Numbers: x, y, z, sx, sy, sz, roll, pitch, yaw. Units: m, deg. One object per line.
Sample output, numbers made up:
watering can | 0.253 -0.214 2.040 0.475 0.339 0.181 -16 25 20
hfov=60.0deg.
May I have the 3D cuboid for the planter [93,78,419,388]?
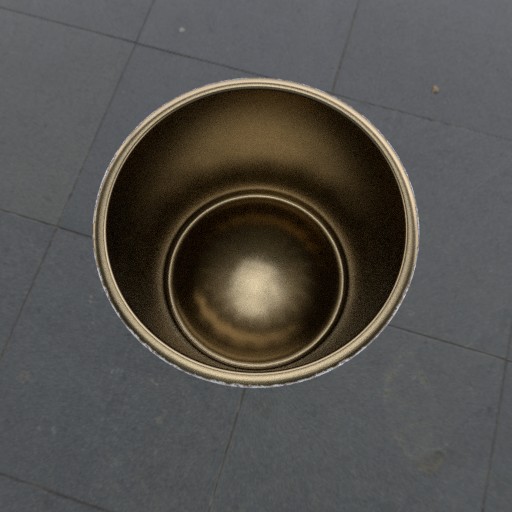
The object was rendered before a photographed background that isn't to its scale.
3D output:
planter | 0.000 0.000 0.390 0.221 0.201 0.221 0 75 0
